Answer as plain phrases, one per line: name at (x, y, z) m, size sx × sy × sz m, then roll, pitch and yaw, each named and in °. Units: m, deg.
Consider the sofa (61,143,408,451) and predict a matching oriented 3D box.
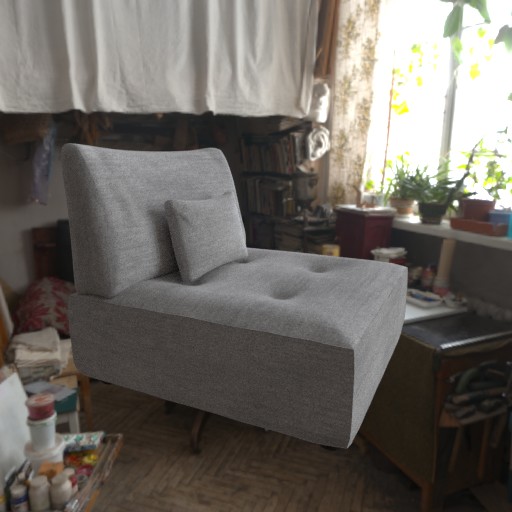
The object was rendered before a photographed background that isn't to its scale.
sofa at (0.000, 0.000, 1.684) m, size 1.000 × 0.820 × 0.930 m, roll 6°, pitch 14°, yaw 26°
